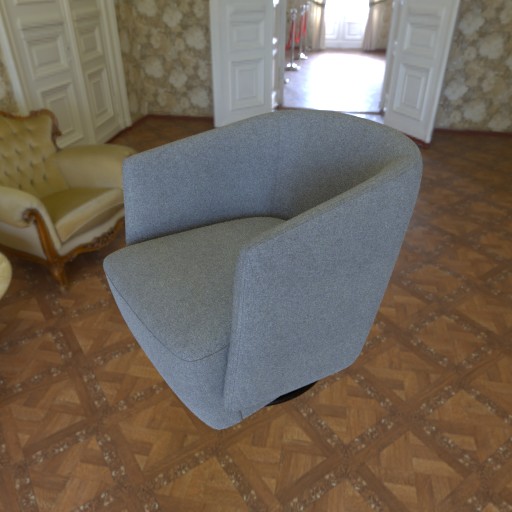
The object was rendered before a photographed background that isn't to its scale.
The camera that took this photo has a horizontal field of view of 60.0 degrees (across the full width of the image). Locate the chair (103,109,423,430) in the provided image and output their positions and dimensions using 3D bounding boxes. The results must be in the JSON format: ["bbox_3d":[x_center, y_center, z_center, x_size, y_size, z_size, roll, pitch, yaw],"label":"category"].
[{"bbox_3d":[0.000,0.000,1.613,0.986,0.861,0.822,-21,37,-30],"label":"chair"}]
